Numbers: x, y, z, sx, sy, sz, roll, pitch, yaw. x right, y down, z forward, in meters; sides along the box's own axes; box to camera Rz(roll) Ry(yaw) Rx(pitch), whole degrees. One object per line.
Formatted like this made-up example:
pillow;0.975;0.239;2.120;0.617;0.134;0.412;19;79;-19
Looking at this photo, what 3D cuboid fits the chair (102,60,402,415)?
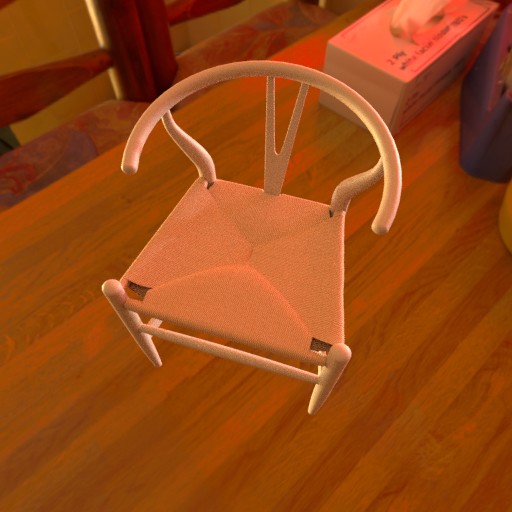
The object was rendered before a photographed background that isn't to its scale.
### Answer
chair;0.000;0.000;1.087;0.533;0.736;0.500;15;60;9
